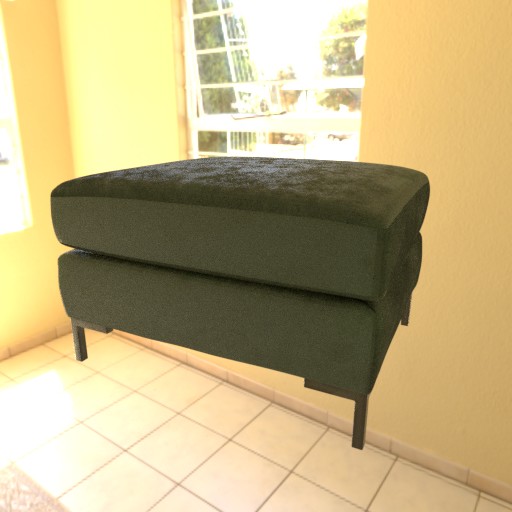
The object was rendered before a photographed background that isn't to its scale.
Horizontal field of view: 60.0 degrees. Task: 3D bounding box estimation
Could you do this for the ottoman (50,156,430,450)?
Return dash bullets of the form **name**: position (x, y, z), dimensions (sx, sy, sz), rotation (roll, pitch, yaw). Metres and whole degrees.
- **ottoman**: position (0.000, 0.000, 1.269), dimensions (0.839, 0.538, 0.701), rotation (8, 19, 25)
